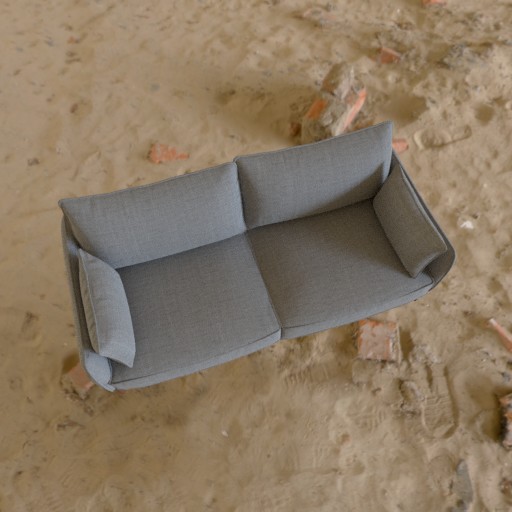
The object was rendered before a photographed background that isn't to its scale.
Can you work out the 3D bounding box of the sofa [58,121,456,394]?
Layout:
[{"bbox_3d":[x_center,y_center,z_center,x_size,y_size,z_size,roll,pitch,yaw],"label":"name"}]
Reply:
[{"bbox_3d":[0.000,0.000,2.488,1.989,0.851,0.972,-16,63,-8],"label":"sofa"}]
